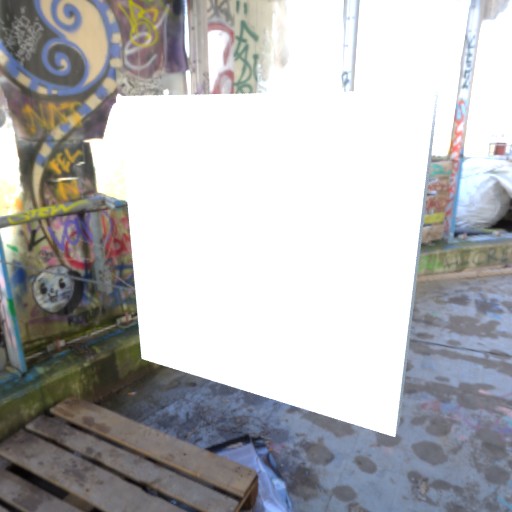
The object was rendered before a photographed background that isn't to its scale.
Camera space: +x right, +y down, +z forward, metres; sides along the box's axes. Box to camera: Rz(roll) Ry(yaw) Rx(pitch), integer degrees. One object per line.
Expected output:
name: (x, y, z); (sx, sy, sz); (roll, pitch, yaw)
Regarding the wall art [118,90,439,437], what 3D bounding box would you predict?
wall art: (0.000, 0.000, 0.517); (0.355, 0.355, 0.027); (9, 20, 26)
